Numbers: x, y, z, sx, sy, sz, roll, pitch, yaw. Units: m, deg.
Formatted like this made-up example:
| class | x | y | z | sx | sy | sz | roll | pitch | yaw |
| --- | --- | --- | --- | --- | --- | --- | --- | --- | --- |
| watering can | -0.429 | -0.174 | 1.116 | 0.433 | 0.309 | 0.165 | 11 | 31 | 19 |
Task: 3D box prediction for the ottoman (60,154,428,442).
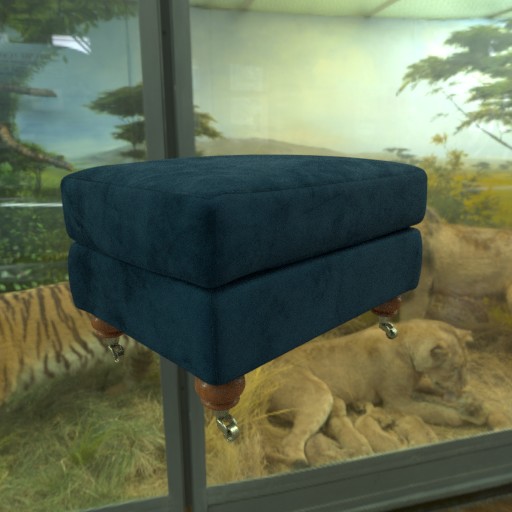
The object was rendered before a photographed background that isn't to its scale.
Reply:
| class | x | y | z | sx | sy | sz | roll | pitch | yaw |
| --- | --- | --- | --- | --- | --- | --- | --- | --- | --- |
| ottoman | 0.000 | 0.000 | 1.143 | 0.572 | 0.503 | 0.773 | 15 | 21 | 43 |
